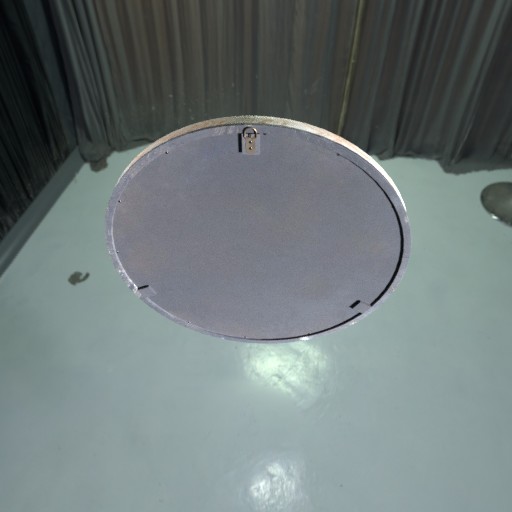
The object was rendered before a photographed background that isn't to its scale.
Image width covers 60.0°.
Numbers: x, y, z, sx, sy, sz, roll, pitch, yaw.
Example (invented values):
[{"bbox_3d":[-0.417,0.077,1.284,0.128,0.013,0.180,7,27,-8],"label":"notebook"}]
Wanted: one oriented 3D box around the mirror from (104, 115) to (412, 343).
[{"bbox_3d":[0.000,0.000,1.066,0.710,0.710,0.038,3,46,3],"label":"mirror"}]
